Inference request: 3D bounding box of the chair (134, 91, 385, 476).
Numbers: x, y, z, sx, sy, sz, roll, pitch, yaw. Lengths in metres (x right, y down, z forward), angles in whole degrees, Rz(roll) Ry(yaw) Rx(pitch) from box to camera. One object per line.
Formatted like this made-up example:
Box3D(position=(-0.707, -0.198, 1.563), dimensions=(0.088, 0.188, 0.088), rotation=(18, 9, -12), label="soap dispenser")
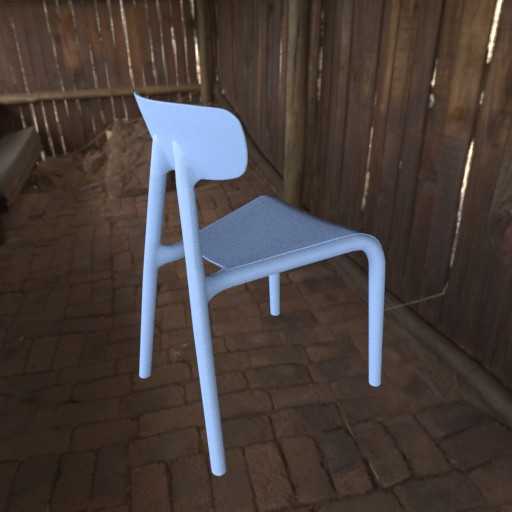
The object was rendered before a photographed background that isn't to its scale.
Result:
Box3D(position=(0.000, 0.000, 0.828), dimensions=(0.401, 0.580, 0.356), rotation=(-18, 31, -33), label="chair")
